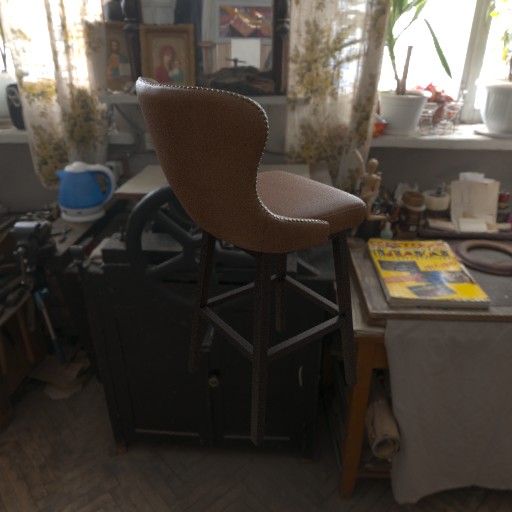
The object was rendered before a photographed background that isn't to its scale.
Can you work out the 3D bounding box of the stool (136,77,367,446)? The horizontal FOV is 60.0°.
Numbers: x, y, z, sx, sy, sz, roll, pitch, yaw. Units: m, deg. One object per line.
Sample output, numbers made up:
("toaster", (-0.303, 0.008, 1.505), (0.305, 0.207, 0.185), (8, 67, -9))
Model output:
("stool", (0.000, 0.000, 1.391), (0.601, 1.050, 0.528), (-18, 32, -32))
